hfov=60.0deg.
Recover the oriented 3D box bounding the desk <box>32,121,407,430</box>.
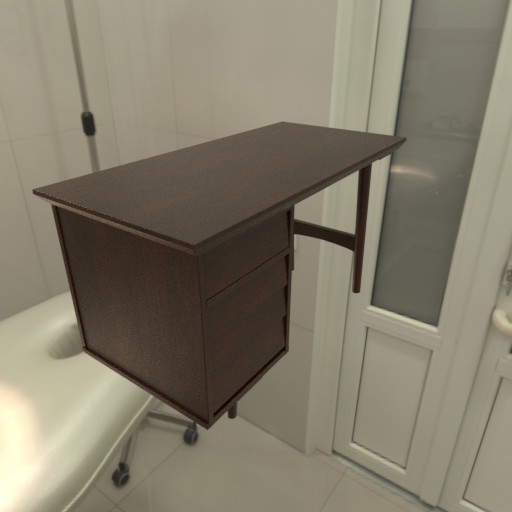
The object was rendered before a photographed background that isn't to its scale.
[{"bbox_3d":[0.000,0.000,1.704,0.612,0.758,1.277,18,32,32],"label":"desk"}]
